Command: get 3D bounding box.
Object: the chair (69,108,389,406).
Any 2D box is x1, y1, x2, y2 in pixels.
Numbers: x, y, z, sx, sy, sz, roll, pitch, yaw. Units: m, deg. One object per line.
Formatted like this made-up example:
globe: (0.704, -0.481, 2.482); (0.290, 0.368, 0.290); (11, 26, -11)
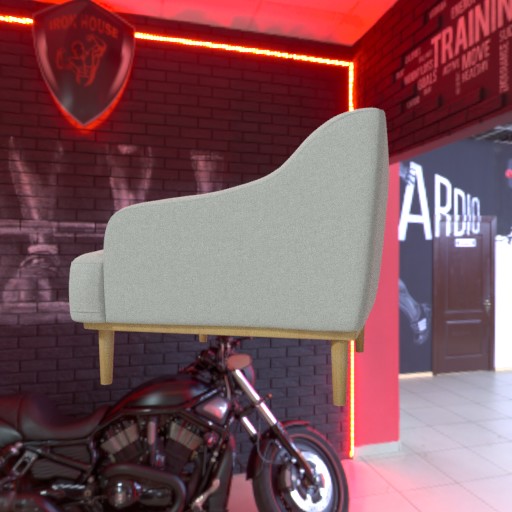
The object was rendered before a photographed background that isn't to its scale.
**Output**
chair: (0.000, 0.000, 1.665); (0.951, 0.818, 0.946); (0, 0, 17)
